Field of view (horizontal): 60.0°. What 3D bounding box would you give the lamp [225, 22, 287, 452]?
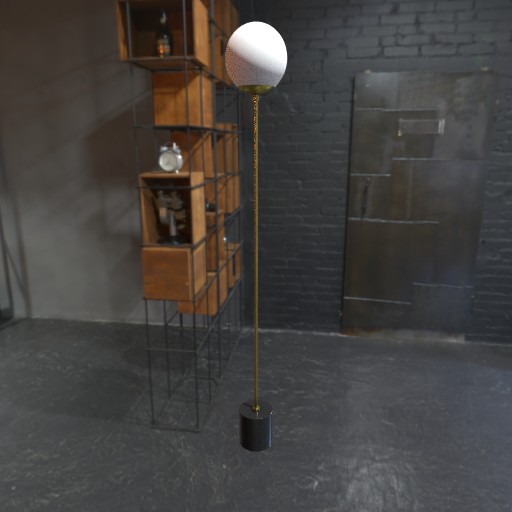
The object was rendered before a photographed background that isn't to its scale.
[{"bbox_3d":[0.000,0.000,1.824,0.229,1.748,0.229,3,14,10],"label":"lamp"}]
